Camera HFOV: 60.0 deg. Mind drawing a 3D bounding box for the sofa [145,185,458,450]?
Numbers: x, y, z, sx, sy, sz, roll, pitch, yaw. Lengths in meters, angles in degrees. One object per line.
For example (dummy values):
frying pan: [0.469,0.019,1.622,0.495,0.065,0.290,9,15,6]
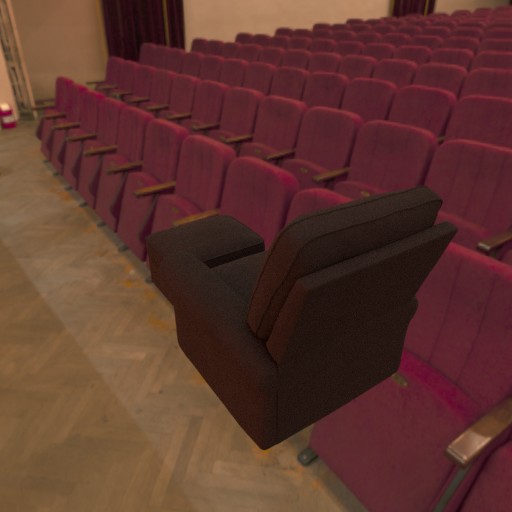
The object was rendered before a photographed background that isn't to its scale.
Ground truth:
sofa: [0.000,0.000,2.046,0.880,0.959,1.478,-18,34,-29]
